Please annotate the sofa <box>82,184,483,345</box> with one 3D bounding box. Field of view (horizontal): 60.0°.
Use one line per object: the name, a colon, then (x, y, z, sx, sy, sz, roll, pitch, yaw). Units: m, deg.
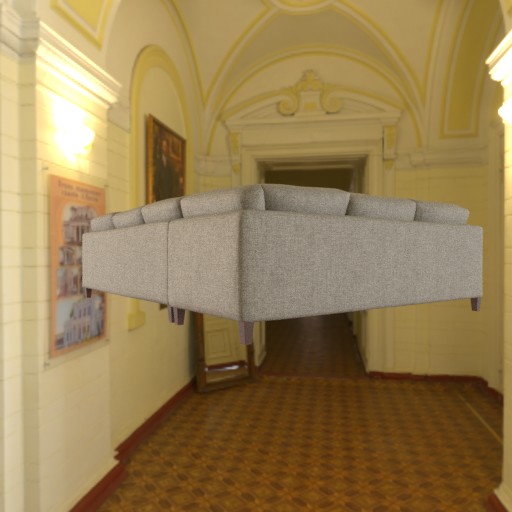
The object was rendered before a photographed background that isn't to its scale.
sofa: (0.000, 0.000, 4.442, 2.593, 0.947, 3.302, 0, 0, -36)
